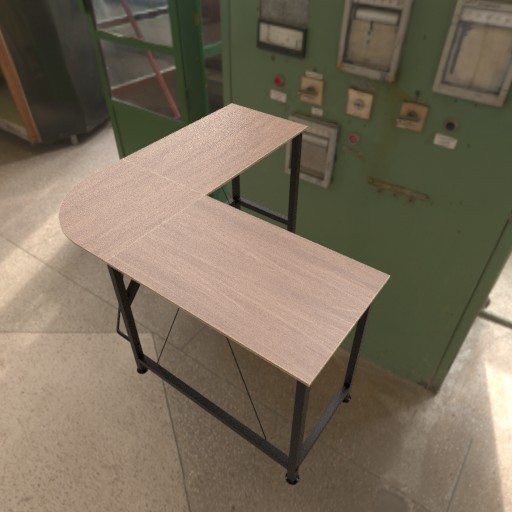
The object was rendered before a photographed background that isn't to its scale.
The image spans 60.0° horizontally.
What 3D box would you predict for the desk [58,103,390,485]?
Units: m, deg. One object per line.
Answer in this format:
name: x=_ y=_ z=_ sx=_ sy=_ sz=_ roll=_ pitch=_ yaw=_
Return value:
desk: x=0.000 y=0.000 z=2.207 sx=1.400 sy=0.762 sz=1.400 roll=26 pitch=47 yaw=27
